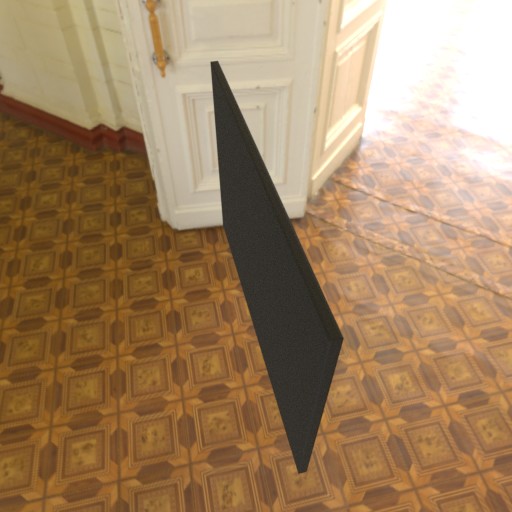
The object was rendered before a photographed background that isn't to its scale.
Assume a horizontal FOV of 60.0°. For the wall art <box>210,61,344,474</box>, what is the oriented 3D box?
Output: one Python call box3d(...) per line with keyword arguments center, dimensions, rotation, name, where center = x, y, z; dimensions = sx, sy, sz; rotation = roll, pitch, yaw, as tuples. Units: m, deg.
box3d(center=(0.000, 0.000, 1.225), dimensions=(0.049, 0.659, 0.964), rotation=(-10, 49, -9), name="wall art")
